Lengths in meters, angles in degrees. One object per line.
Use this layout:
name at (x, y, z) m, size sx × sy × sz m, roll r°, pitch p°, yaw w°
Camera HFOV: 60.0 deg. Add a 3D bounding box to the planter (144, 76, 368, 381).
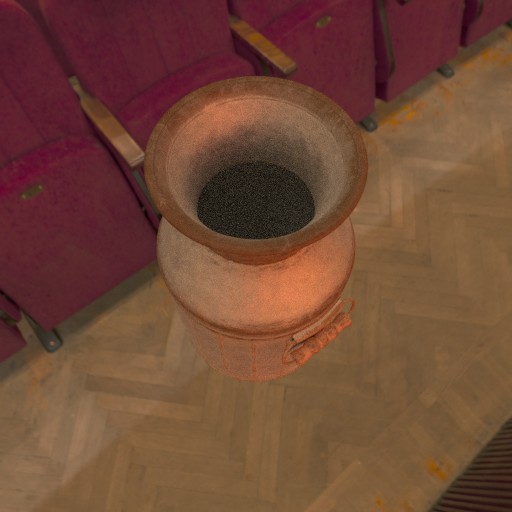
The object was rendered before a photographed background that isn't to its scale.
planter at (0.000, 0.000, 0.509) m, size 0.215 × 0.358 × 0.248 m, roll -36°, pitch 69°, yaw -16°
